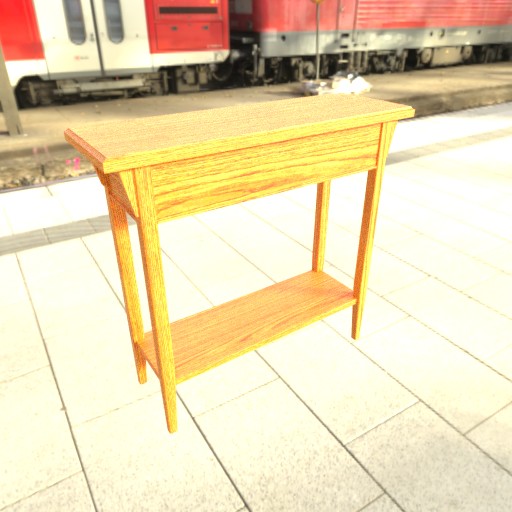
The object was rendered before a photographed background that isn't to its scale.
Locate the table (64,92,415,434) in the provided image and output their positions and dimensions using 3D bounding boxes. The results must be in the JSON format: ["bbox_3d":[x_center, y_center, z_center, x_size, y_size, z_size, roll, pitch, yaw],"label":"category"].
[{"bbox_3d":[0.000,0.000,1.156,0.762,0.711,0.254,-18,34,-29],"label":"table"}]
